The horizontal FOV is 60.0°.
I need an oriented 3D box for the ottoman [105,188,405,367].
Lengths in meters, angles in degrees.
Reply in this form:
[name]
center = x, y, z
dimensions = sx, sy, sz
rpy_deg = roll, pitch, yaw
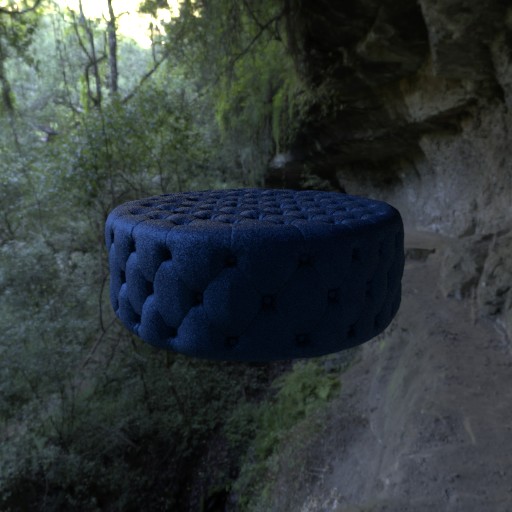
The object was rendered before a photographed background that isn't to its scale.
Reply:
[ottoman]
center = 0.000, 0.000, 1.568
dimensions = 0.998, 0.398, 0.998
rpy_deg = 0, 15, 0
